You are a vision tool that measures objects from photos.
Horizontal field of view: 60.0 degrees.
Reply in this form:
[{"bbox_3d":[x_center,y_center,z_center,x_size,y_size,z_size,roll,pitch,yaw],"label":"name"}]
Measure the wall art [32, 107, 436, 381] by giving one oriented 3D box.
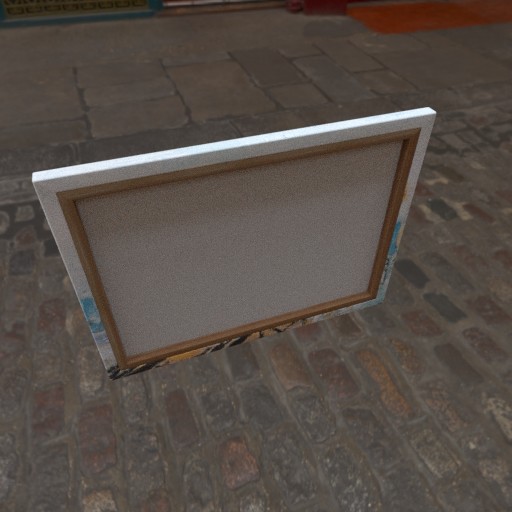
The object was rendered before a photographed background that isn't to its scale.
[{"bbox_3d":[0.000,0.000,1.327,1.016,0.762,0.038,-13,44,-14],"label":"wall art"}]
